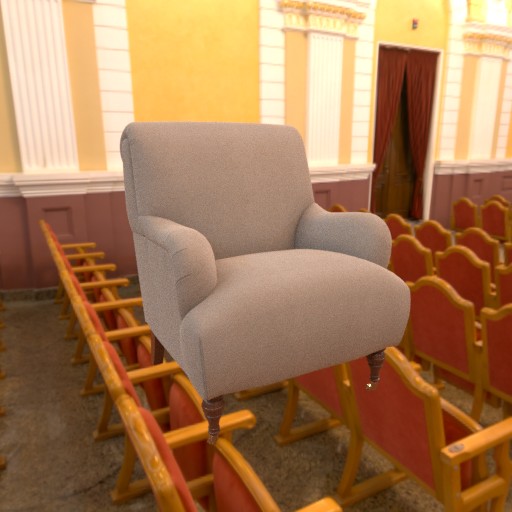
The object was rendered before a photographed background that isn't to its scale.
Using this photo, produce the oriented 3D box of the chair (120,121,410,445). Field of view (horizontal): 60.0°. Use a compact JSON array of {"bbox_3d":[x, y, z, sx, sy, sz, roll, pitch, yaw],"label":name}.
[{"bbox_3d":[0.000,0.000,1.583,0.766,0.942,0.842,-8,16,-27],"label":"chair"}]
